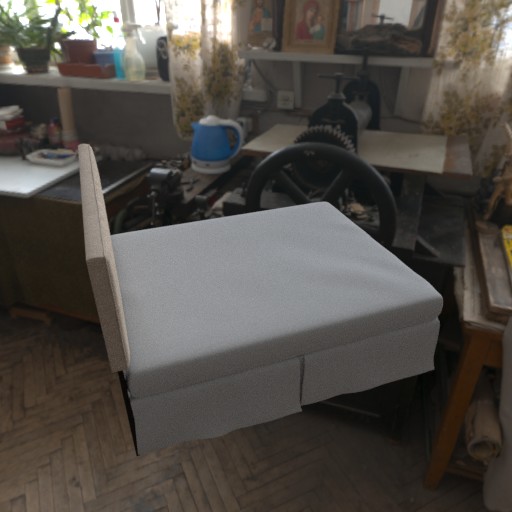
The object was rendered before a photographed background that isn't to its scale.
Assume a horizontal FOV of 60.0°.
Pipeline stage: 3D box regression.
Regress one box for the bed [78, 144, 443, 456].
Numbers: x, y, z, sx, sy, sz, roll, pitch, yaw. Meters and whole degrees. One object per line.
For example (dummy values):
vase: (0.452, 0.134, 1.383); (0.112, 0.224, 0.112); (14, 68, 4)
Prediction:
bed: (0.000, 0.000, 2.963); (1.978, 1.270, 1.643); (-11, 33, -17)
